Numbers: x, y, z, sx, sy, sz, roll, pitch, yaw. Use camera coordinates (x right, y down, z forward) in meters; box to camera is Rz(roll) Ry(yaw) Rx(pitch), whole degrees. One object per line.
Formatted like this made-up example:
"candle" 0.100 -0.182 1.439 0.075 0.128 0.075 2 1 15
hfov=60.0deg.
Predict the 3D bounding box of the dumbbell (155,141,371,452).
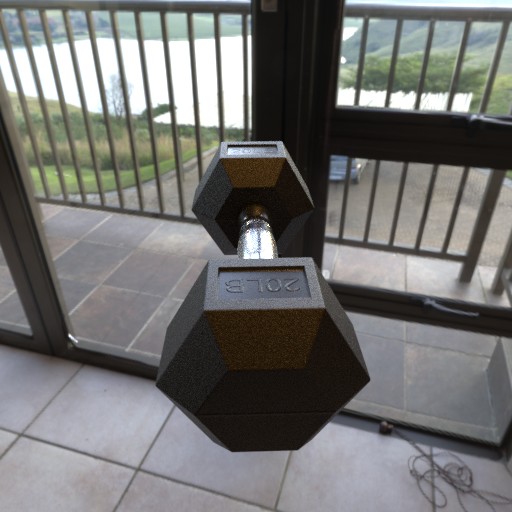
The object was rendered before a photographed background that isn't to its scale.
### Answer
"dumbbell" 0.000 0.000 0.317 0.106 0.092 0.272 -1 32 -2
